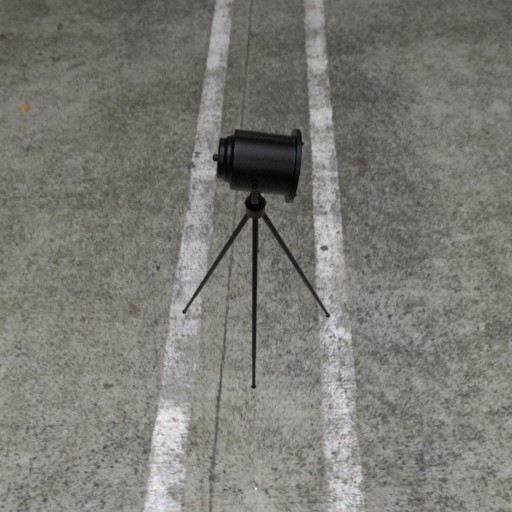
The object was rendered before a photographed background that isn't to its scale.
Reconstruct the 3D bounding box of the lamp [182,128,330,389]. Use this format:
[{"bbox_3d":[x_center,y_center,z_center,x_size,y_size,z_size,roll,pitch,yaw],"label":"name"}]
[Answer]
[{"bbox_3d":[0.000,0.000,1.993,0.884,1.504,0.879,1,62,1],"label":"lamp"}]
